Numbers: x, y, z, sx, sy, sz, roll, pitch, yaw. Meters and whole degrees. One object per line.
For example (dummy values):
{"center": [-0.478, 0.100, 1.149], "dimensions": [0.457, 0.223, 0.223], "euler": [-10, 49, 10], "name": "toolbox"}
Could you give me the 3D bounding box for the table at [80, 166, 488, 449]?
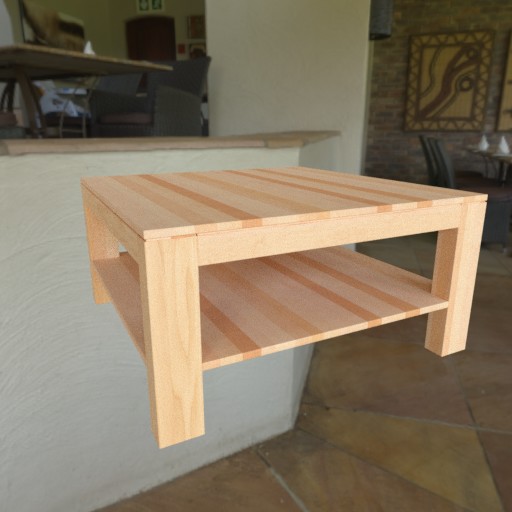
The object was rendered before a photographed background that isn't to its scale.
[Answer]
{"center": [0.000, 0.000, 1.407], "dimensions": [0.900, 0.450, 0.900], "euler": [-8, 18, -26], "name": "table"}
